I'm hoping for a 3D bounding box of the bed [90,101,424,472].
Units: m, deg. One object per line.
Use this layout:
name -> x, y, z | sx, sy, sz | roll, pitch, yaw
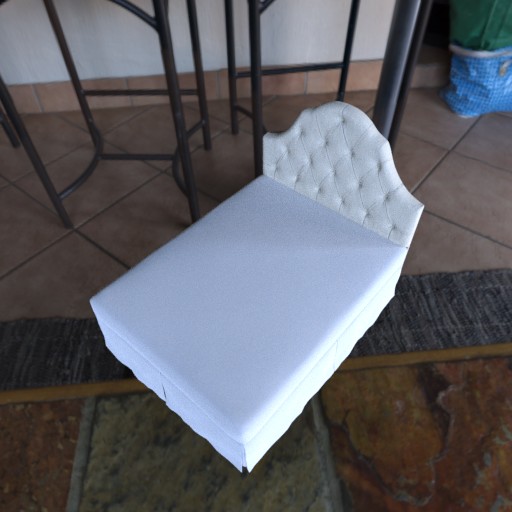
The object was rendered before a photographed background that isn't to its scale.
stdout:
bed -> 0.000, 0.000, 3.284 | 1.627, 1.575, 2.092 | 32, 55, 26
